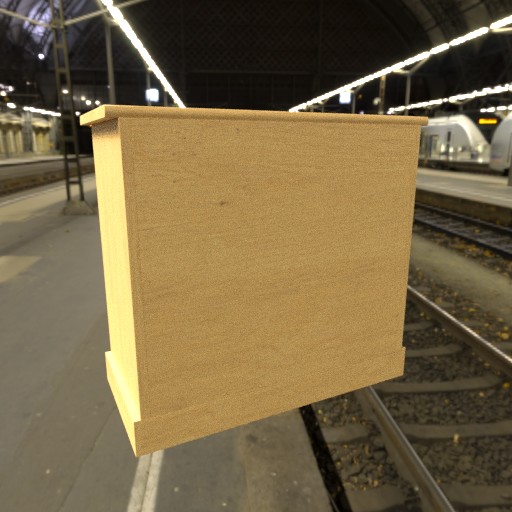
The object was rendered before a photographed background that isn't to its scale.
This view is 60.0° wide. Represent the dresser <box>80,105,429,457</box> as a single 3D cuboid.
[{"bbox_3d":[0.000,0.000,1.390,0.915,0.835,0.440,-7,16,-26],"label":"dresser"}]
